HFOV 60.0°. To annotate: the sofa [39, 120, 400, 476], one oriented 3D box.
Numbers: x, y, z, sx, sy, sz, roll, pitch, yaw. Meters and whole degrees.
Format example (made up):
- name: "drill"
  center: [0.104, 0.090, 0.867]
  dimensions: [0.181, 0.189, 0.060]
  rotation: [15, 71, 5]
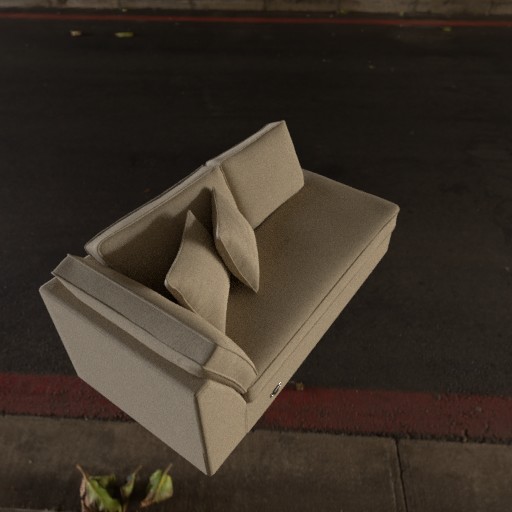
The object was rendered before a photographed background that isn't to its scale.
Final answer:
- name: "sofa"
  center: [0.000, 0.000, 2.846]
  dimensions: [1.110, 1.033, 2.237]
  rotation: [25, 47, 26]
